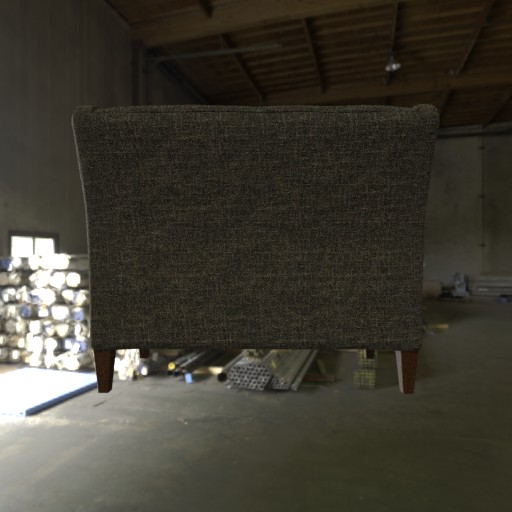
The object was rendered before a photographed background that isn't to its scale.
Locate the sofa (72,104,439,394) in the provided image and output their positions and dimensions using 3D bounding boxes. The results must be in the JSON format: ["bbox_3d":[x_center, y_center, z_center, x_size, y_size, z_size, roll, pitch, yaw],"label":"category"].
[{"bbox_3d":[0.000,0.000,1.878,1.242,1.021,0.870,0,0,0],"label":"sofa"}]
